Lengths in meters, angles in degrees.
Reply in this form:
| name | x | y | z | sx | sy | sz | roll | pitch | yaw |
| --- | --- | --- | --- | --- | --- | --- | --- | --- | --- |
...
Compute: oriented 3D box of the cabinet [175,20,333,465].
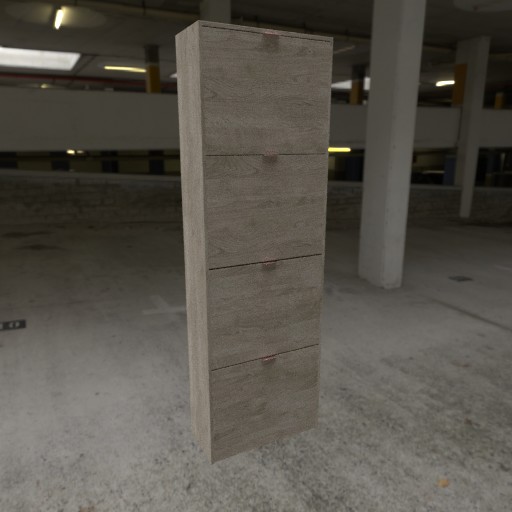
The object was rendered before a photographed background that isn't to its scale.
| name | x | y | z | sx | sy | sz | roll | pitch | yaw |
| --- | --- | --- | --- | --- | --- | --- | --- | --- | --- |
| cabinet | 0.000 | 0.000 | 1.796 | 0.520 | 1.630 | 0.250 | -7 | 16 | -26 |
